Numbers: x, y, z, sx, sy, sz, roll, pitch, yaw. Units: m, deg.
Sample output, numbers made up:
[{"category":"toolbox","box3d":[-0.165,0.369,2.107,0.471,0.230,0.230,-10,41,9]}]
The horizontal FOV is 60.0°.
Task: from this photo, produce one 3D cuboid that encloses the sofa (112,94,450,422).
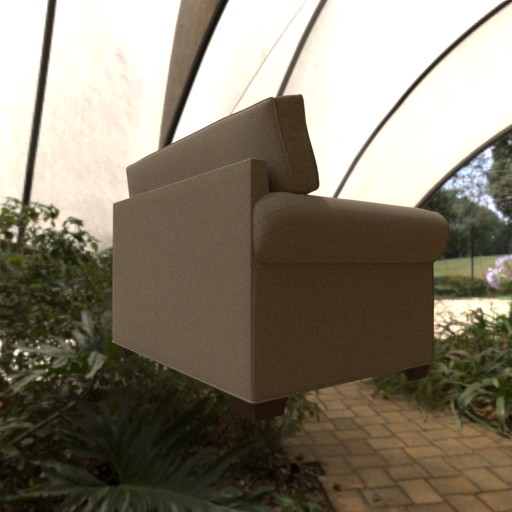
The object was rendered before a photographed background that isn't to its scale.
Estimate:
[{"category":"sofa","box3d":[0.000,0.000,2.061,0.937,1.006,1.405,1,-1,-36]}]
